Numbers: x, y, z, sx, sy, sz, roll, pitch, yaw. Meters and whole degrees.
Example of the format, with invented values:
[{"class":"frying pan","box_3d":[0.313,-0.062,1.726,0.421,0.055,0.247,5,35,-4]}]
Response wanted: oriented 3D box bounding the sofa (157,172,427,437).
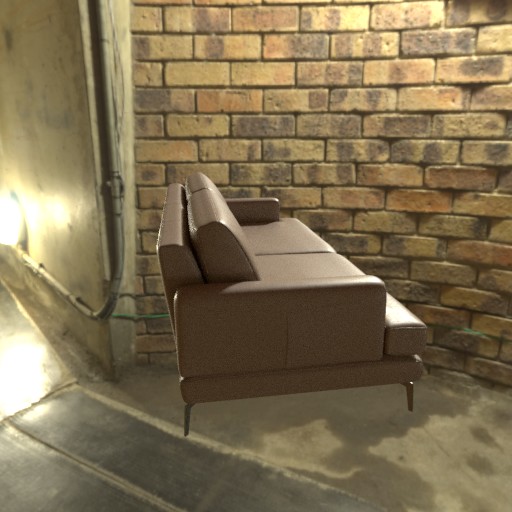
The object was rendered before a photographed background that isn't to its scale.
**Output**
[{"class":"sofa","box_3d":[0.000,0.000,2.440,0.974,0.765,1.940,-3,17,-9]}]
